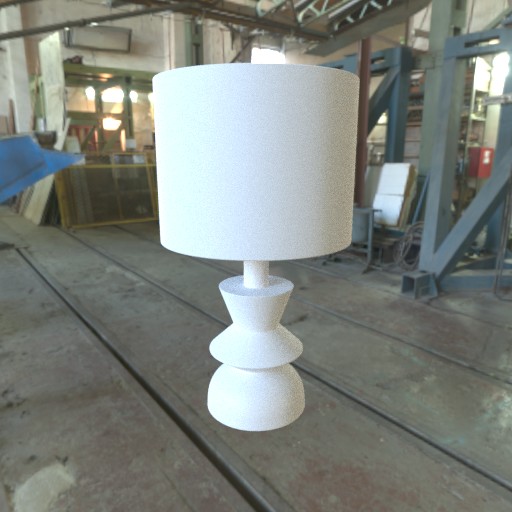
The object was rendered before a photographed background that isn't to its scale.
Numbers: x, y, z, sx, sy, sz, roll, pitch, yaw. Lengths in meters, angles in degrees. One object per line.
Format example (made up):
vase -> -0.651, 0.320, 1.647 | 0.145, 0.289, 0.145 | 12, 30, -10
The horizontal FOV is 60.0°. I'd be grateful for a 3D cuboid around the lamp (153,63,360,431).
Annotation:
lamp -> 0.000, 0.000, 0.722 | 0.301, 0.533, 0.301 | 2, 14, 8
